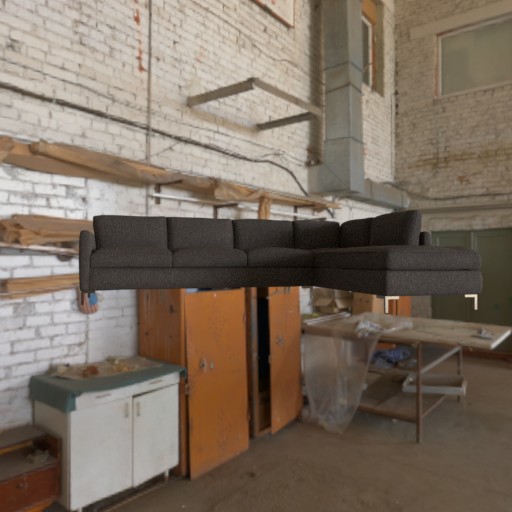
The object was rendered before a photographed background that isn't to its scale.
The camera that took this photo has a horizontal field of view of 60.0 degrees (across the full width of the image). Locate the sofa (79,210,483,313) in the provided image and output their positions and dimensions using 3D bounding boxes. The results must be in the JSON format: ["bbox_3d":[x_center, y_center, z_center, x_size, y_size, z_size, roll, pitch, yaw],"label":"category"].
[{"bbox_3d":[0.000,0.000,3.829,2.949,0.815,2.007,0,-1,-16],"label":"sofa"}]
